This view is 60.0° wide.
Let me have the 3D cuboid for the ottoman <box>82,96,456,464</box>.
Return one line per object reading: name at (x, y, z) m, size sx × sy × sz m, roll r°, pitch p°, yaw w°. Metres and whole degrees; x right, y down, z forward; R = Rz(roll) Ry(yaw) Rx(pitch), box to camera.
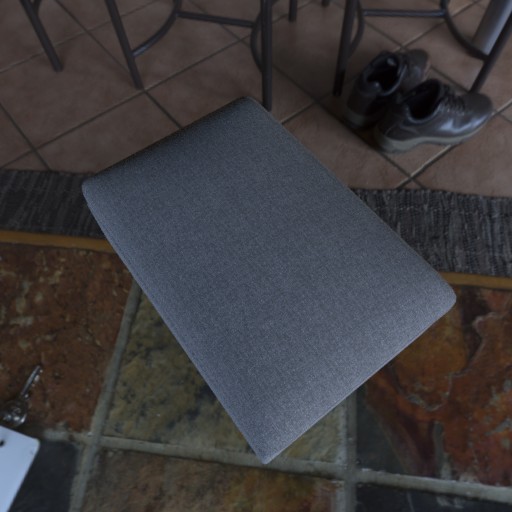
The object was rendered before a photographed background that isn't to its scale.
ottoman at (0.000, 0.000, 1.477) m, size 0.711 × 0.483 × 1.041 m, roll -34°, pitch 67°, yaw -17°
